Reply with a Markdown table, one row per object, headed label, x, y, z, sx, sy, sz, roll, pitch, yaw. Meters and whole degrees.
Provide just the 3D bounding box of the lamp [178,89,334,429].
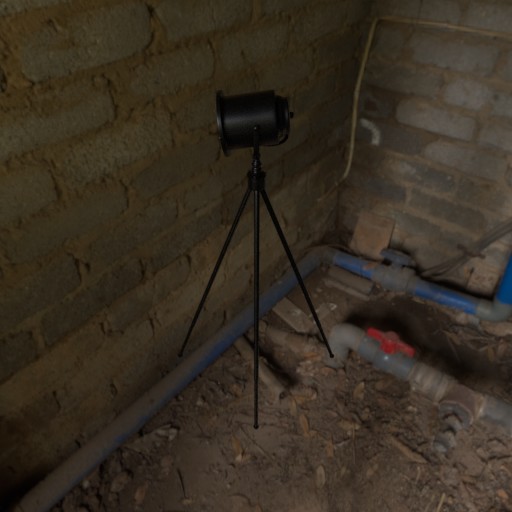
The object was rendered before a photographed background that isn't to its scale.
| label | x | y | z | sx | sy | sz | roll | pitch | yaw |
| --- | --- | --- | --- | --- | --- | --- | --- | --- | --- |
| lamp | 0.000 | 0.000 | 2.033 | 0.884 | 1.504 | 0.879 | 0 | 40 | 0 |
